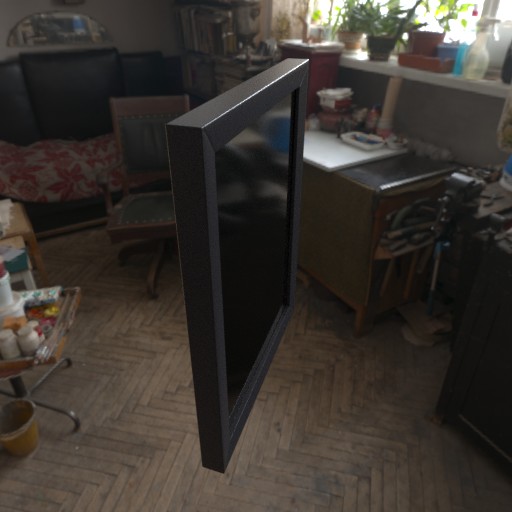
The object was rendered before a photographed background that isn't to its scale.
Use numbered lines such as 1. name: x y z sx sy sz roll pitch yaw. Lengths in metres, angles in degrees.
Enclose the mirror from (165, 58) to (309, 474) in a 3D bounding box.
1. mirror: 0.000 0.000 0.684 0.041 0.508 0.405 10 33 16
